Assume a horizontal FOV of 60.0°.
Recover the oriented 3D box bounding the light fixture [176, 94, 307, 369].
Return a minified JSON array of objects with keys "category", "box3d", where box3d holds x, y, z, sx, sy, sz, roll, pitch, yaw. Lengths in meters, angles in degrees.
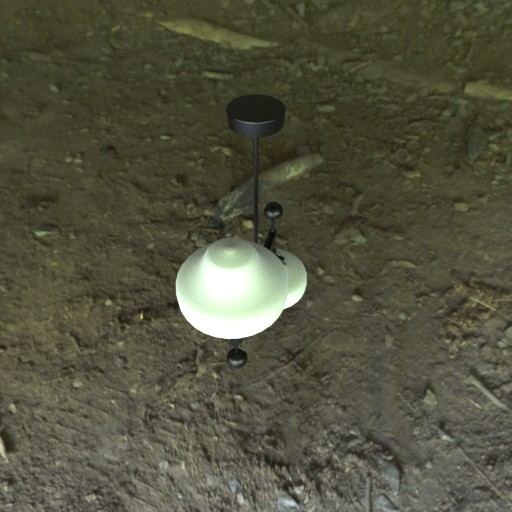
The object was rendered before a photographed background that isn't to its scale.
[{"category":"light fixture","box3d":[0.000,0.000,1.037,0.422,0.743,0.489,-16,48,-15]}]
